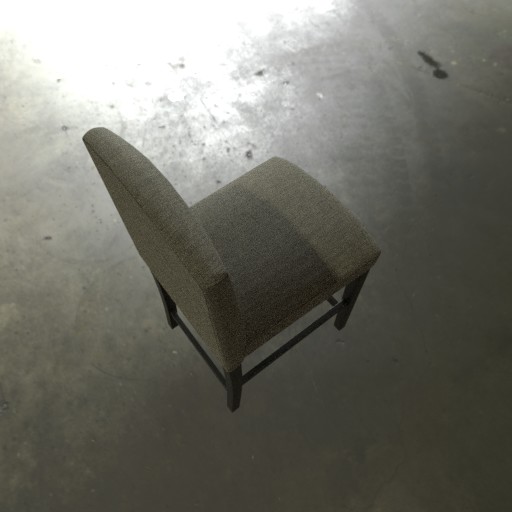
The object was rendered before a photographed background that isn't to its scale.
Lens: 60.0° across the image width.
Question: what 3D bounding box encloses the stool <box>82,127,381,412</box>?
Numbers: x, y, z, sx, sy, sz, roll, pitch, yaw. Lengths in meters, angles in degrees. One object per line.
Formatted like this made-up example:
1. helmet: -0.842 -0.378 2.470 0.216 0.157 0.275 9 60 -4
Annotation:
1. stool: 0.000 0.000 1.253 0.552 0.966 0.451 -33 64 -19
